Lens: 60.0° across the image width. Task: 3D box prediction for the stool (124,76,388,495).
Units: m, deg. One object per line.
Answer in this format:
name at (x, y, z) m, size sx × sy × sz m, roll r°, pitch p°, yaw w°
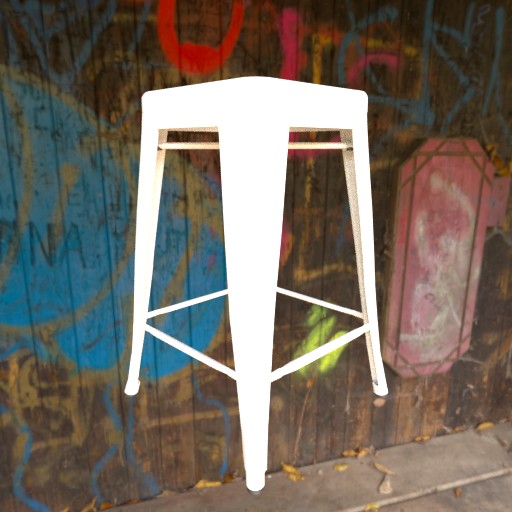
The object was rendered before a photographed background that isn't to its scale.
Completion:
stool at (0.000, 0.000, 0.873) m, size 0.406 × 0.610 × 0.406 m, roll -14°, pitch 20°, yaw -43°
